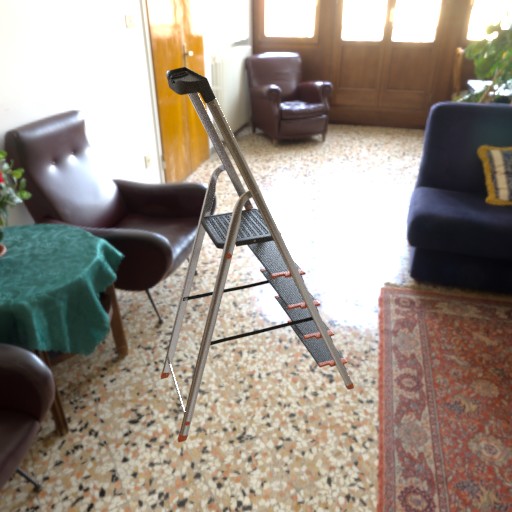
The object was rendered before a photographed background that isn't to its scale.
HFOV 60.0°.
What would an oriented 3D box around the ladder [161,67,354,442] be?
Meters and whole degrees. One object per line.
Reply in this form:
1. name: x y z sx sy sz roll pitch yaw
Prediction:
1. ladder: 0.000 0.000 2.103 0.995 1.646 0.480 -11 31 -18
